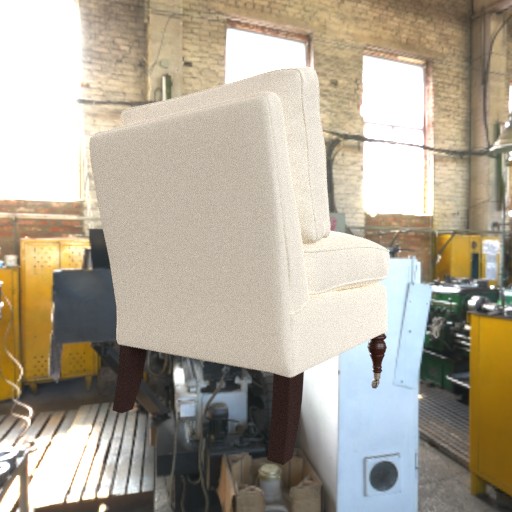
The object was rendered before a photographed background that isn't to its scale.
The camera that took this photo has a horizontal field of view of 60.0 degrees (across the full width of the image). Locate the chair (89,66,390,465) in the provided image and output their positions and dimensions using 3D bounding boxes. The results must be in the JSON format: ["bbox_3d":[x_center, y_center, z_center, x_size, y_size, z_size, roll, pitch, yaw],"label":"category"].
[{"bbox_3d":[0.000,0.000,1.367,0.630,0.887,0.781,0,1,35],"label":"chair"}]
